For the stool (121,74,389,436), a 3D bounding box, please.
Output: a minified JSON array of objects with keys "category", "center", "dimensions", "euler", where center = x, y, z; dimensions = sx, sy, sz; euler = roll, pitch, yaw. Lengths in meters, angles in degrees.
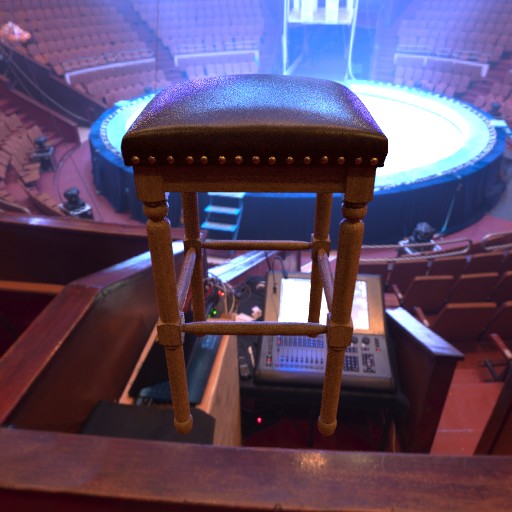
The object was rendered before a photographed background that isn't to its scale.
[{"category":"stool","center":[0.000,0.000,0.933],"dimensions":[0.382,0.702,0.383],"euler":[0,31,1]}]
